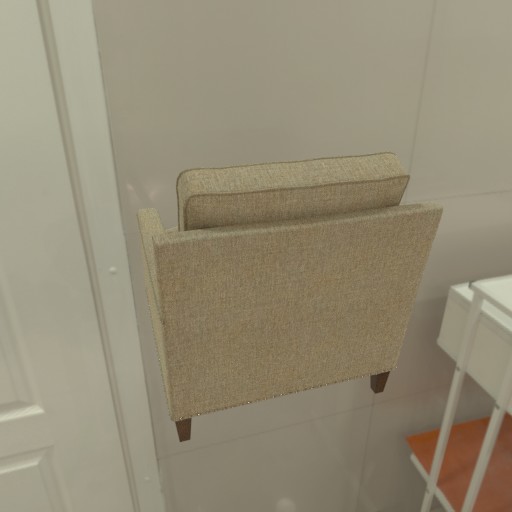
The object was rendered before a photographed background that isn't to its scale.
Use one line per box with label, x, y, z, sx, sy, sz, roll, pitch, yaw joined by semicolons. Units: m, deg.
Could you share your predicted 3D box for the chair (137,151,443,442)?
chair;0.000;0.000;1.759;0.853;0.943;1.014;-8;27;-16
